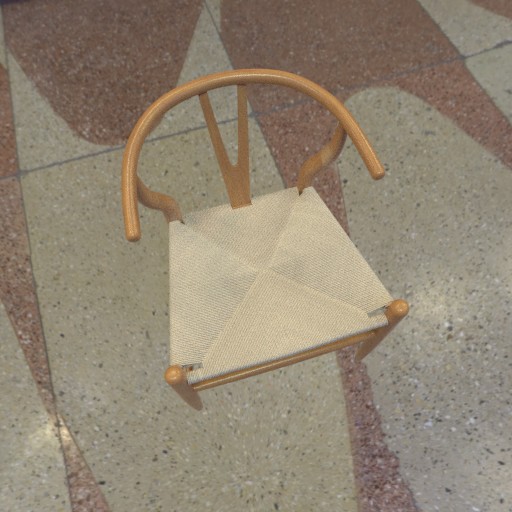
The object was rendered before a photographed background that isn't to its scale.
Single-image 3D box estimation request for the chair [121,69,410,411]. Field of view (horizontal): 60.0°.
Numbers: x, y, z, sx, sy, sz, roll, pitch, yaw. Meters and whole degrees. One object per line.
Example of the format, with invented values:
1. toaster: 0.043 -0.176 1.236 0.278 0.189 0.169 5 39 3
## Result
1. chair: 0.000 0.000 1.180 0.569 0.730 0.579 -15 64 -7
